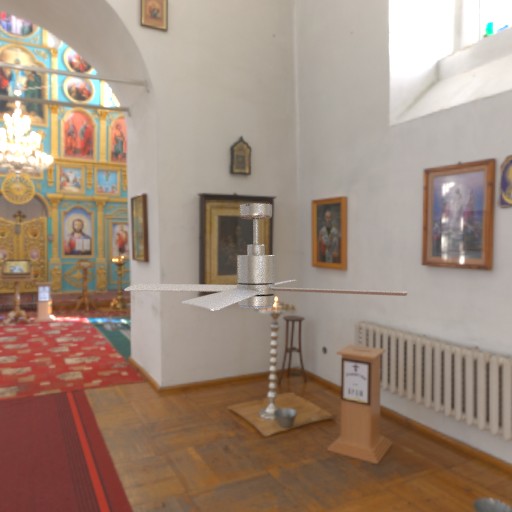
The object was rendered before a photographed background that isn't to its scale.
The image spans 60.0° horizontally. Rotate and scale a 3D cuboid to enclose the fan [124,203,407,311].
[{"bbox_3d":[0.000,0.000,2.357,1.525,0.539,1.525,0,0,17],"label":"fan"}]
